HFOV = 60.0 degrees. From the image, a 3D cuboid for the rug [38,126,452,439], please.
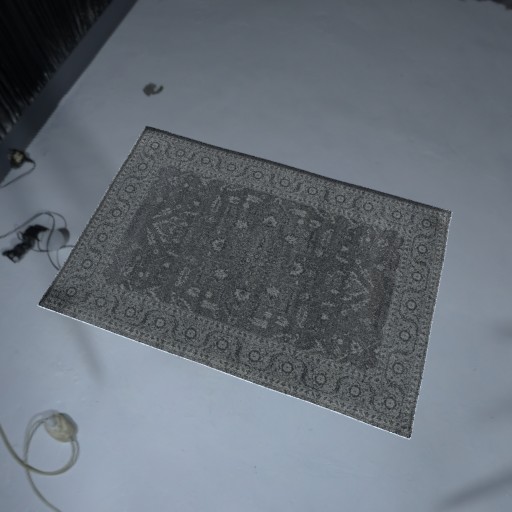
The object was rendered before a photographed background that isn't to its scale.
[{"bbox_3d":[0.000,0.000,2.269,1.828,0.019,1.209,17,65,8],"label":"rug"}]
